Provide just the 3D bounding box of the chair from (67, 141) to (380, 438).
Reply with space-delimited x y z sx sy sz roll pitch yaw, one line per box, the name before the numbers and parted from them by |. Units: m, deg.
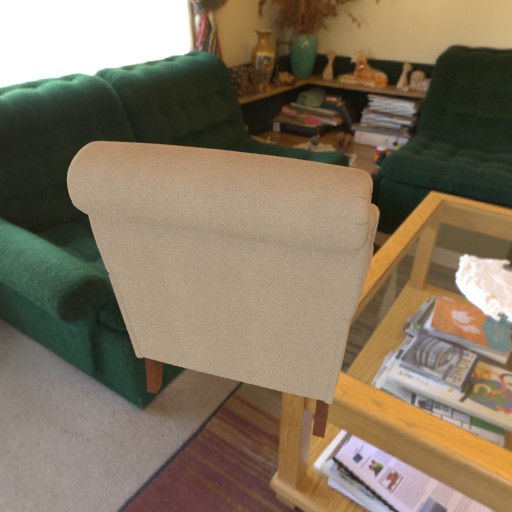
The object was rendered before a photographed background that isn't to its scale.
chair | 0.000 0.000 1.526 0.766 0.942 0.842 9 33 15
